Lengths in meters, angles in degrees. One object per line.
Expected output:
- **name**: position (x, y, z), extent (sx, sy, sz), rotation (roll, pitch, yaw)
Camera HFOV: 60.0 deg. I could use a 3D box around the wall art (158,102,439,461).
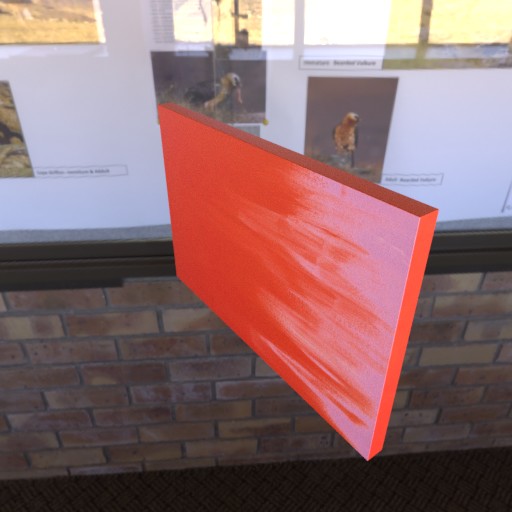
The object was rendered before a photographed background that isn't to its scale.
- **wall art**: position (0.000, 0.000, 0.771), extent (0.033, 0.405, 0.607), rotation (-21, 37, -30)
